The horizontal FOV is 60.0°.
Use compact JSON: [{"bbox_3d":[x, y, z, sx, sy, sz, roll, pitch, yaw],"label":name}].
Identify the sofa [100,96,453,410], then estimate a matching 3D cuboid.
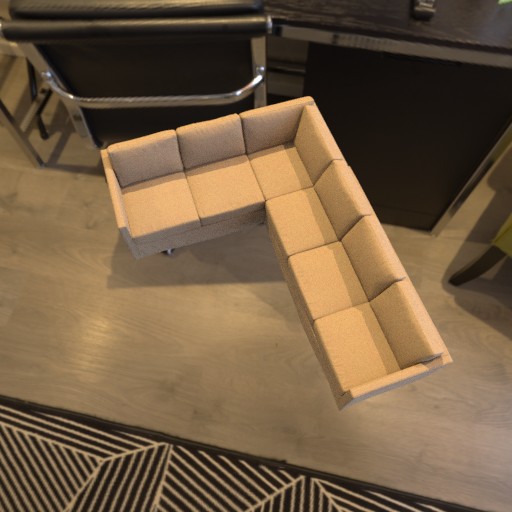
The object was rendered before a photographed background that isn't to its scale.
[{"bbox_3d":[0.000,0.000,4.412,2.432,0.871,3.182,-17,65,-8],"label":"sofa"}]
